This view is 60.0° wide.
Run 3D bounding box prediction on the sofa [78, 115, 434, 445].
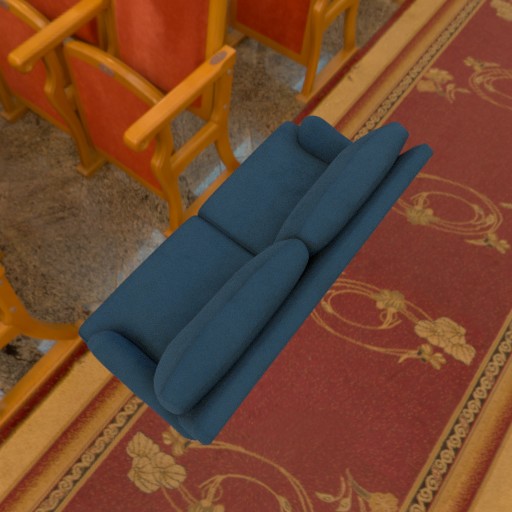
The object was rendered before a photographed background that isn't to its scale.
[{"bbox_3d":[0.000,0.000,2.800,1.084,1.101,2.141,35,69,16],"label":"sofa"}]
